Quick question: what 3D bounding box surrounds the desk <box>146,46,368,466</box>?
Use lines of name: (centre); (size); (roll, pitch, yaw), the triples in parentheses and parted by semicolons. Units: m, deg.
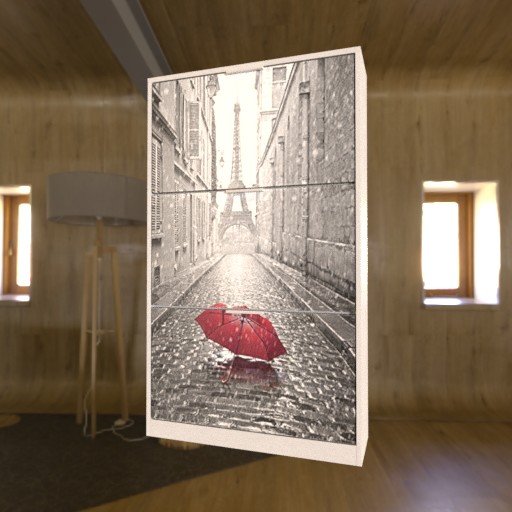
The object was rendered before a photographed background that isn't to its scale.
desk: (0.000, 0.000, 1.574); (0.750, 1.280, 0.250); (0, -1, 19)
